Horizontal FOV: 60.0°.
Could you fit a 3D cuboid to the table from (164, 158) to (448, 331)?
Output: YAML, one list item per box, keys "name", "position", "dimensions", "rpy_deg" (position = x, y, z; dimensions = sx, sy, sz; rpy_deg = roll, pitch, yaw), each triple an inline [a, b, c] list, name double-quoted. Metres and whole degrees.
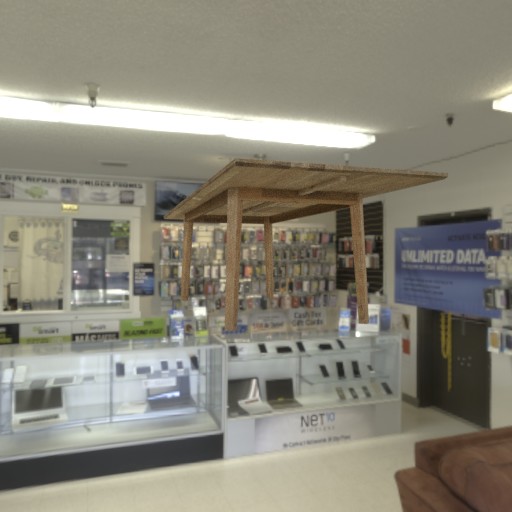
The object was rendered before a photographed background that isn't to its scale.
- name: "table"
  position: [0.000, 0.000, 3.100]
  dimensions: [1.000, 0.752, 2.603]
  rpy_deg: [0, 0, -18]
